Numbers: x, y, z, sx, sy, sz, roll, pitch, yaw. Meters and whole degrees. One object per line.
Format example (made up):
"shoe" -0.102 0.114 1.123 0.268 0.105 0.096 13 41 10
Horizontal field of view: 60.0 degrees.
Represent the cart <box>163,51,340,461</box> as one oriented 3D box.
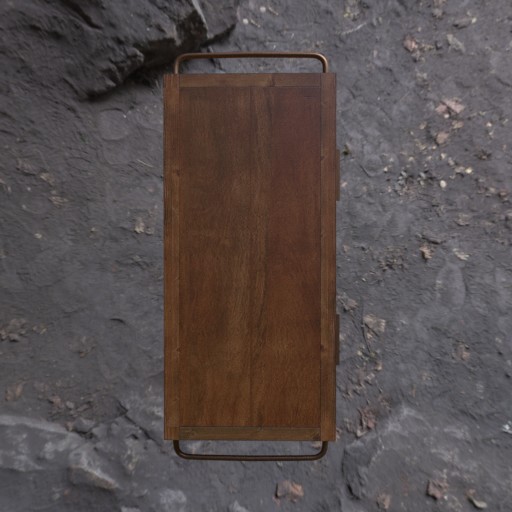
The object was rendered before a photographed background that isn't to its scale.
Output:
"cart" 0.000 0.000 1.515 0.445 0.830 1.065 0 91 1
